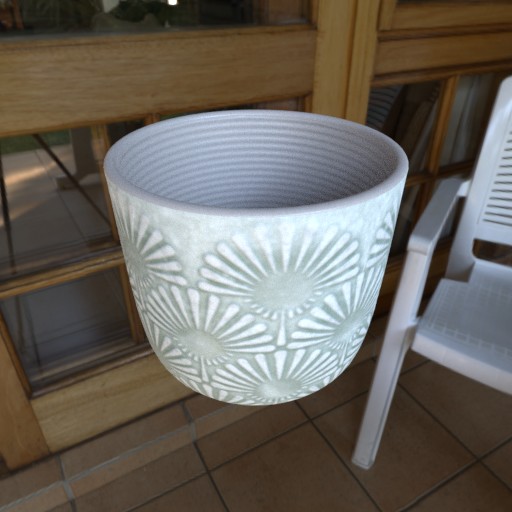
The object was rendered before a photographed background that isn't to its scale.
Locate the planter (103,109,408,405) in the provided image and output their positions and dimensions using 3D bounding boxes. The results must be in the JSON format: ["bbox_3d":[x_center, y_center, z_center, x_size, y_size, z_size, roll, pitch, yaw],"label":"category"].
[{"bbox_3d":[0.000,0.000,0.216,0.124,0.109,0.124,0,32,0],"label":"planter"}]
